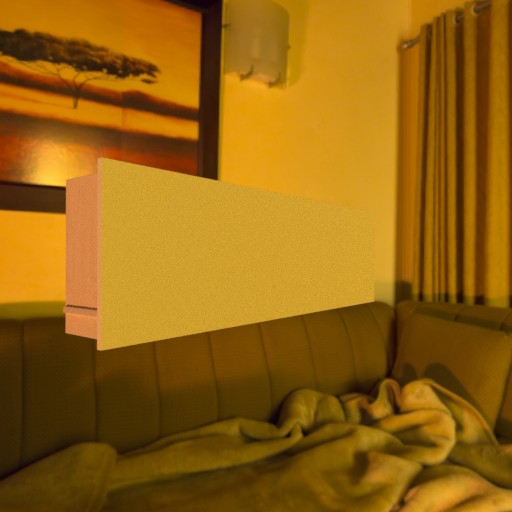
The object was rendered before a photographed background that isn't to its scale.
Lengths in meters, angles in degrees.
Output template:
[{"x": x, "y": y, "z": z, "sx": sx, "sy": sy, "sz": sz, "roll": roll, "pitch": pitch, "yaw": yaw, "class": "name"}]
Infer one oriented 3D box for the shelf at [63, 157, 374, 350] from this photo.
[{"x": 0.000, "y": 0.000, "z": 1.148, "sx": 0.200, "sy": 0.300, "sz": 1.020, "roll": 0, "pitch": -1, "yaw": 39, "class": "shelf"}]
